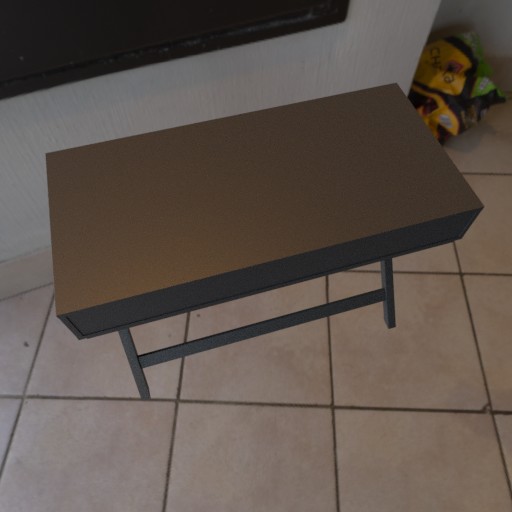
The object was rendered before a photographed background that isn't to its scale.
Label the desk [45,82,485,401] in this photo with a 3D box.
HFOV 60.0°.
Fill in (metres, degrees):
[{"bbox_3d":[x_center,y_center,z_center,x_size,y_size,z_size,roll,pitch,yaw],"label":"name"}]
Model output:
[{"bbox_3d":[0.000,0.000,1.501,1.057,0.780,0.504,-14,60,-8],"label":"desk"}]
